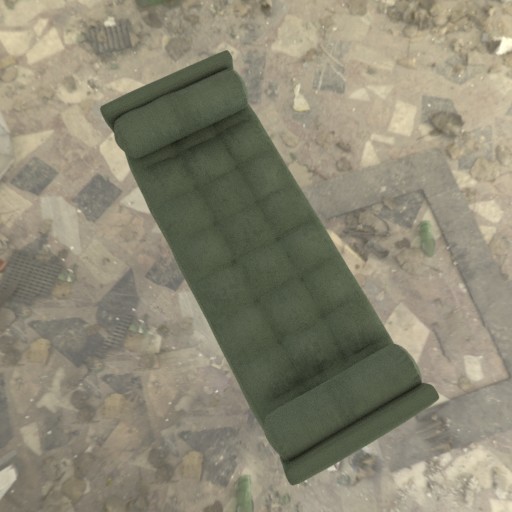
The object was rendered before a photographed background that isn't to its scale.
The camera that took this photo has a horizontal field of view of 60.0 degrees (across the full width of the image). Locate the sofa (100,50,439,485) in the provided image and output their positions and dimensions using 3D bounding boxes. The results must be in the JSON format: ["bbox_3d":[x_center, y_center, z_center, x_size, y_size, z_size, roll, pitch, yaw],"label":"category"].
[{"bbox_3d":[0.000,0.000,2.474,0.817,0.681,2.130,-27,77,-7],"label":"sofa"}]
